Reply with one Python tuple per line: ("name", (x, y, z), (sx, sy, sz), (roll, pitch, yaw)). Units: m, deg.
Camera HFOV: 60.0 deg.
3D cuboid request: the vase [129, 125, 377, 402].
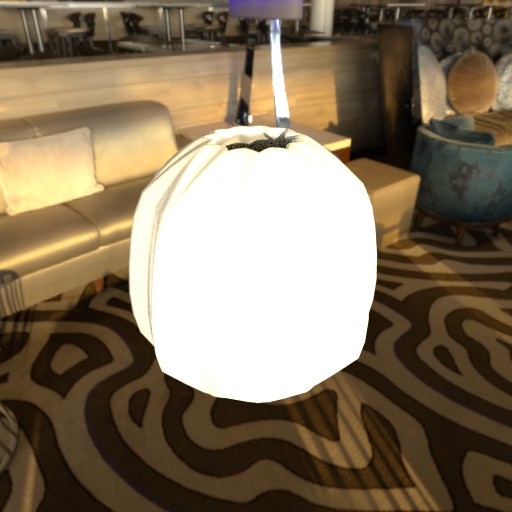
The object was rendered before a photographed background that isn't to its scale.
("vase", (0.000, 0.000, 0.250), (0.139, 0.134, 0.139), (0, 29, 0))
